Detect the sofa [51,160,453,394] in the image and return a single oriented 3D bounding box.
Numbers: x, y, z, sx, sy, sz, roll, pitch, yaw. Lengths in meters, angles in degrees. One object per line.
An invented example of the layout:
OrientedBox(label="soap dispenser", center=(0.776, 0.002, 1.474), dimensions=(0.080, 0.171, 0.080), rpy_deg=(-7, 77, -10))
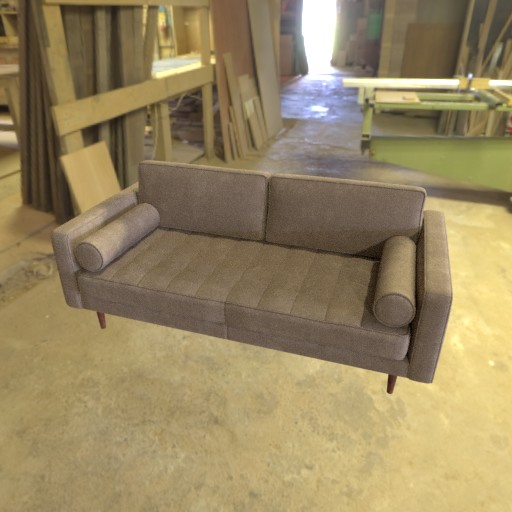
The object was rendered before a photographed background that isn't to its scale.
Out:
OrientedBox(label="sofa", center=(0.000, 0.000, 2.348), dimensions=(1.883, 0.769, 0.920), rpy_deg=(9, 29, 16))
